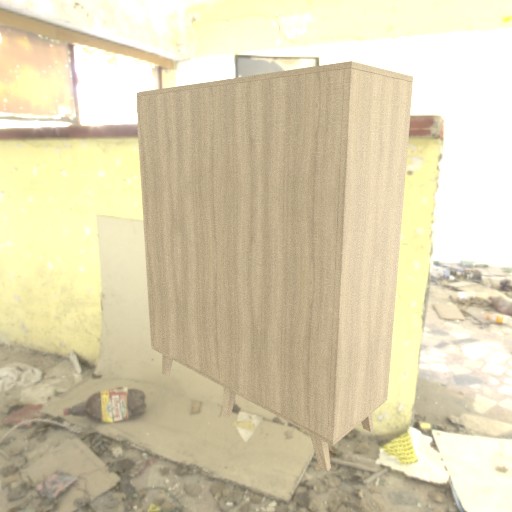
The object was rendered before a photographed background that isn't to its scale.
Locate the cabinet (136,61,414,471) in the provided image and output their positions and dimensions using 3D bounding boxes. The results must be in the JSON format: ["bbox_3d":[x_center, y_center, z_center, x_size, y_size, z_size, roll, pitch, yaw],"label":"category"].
[{"bbox_3d":[0.000,0.000,1.917,1.111,1.388,0.398,13,19,42],"label":"cabinet"}]
